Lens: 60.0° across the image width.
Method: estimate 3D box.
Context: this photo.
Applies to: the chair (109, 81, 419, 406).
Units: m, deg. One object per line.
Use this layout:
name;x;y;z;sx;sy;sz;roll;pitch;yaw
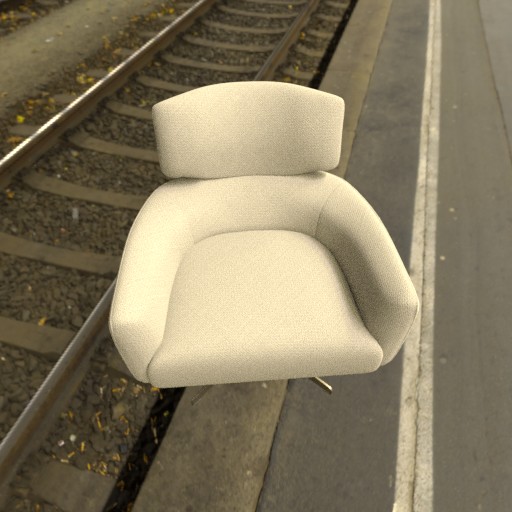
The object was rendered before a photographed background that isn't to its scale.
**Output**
chair;0.000;0.000;1.376;0.760;0.810;0.730;-3;45;-3
